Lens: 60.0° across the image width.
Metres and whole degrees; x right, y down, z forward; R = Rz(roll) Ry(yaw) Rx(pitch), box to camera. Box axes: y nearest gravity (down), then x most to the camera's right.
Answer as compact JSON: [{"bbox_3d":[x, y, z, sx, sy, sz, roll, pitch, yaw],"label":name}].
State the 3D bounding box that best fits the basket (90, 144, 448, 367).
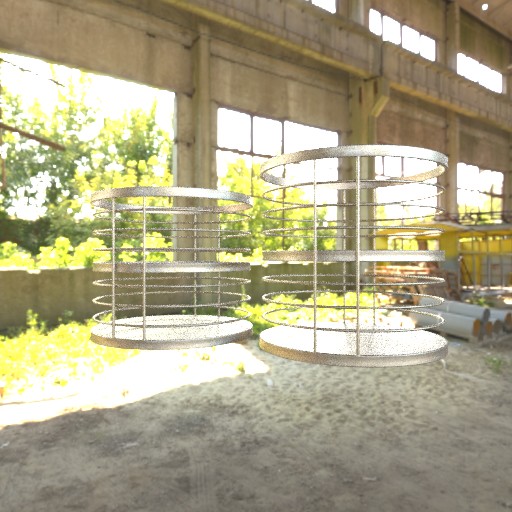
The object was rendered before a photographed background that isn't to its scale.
[{"bbox_3d":[0.000,0.000,0.936,0.746,0.351,0.356,0,0,19],"label":"basket"}]
